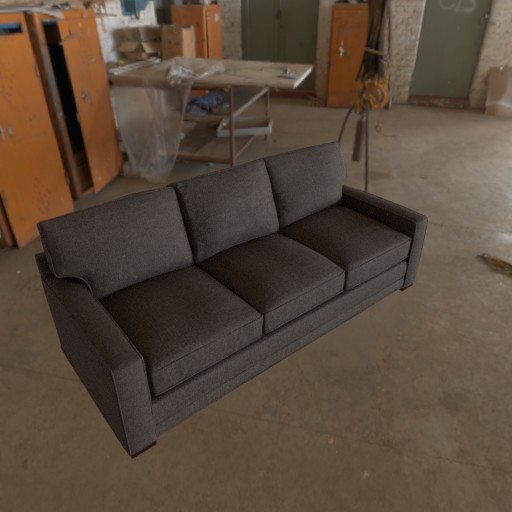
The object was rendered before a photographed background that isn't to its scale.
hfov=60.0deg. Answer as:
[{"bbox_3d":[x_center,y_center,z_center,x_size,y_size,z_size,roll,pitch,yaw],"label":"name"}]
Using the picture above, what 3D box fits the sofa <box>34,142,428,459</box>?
[{"bbox_3d":[0.000,0.000,2.859,2.369,0.978,1.004,-23,38,-33],"label":"sofa"}]
